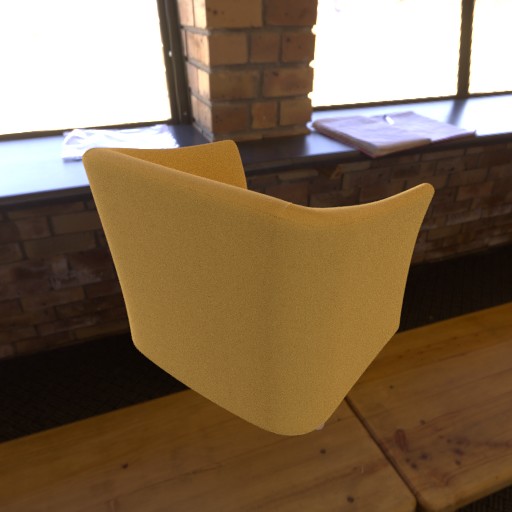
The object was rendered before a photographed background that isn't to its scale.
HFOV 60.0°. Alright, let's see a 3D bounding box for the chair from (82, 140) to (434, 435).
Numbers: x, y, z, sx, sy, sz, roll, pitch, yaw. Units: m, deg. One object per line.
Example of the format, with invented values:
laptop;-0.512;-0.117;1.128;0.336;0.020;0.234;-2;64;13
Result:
chair;0.000;0.000;1.357;0.790;0.720;0.700;21;36;31
